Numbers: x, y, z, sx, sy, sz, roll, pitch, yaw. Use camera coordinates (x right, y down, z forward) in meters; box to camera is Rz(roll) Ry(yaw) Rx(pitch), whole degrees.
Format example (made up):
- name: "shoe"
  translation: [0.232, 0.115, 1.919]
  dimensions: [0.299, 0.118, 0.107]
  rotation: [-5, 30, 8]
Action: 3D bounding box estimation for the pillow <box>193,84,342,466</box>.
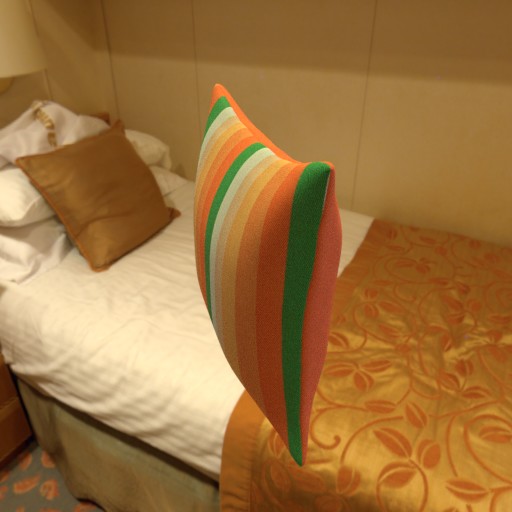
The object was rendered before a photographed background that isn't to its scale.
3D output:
- name: "pillow"
  translation: [0.000, 0.000, 0.696]
  dimensions: [0.169, 0.444, 0.453]
  rotation: [-9, 32, -15]
